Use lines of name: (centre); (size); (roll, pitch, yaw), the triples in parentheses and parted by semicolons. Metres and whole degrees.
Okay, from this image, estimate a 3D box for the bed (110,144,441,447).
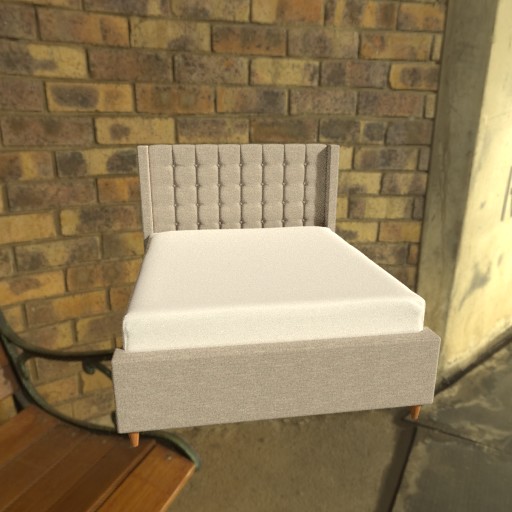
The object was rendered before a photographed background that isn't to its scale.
bed: (0.000, 0.000, 3.733); (2.044, 1.748, 2.372); (-2, 16, -8)
